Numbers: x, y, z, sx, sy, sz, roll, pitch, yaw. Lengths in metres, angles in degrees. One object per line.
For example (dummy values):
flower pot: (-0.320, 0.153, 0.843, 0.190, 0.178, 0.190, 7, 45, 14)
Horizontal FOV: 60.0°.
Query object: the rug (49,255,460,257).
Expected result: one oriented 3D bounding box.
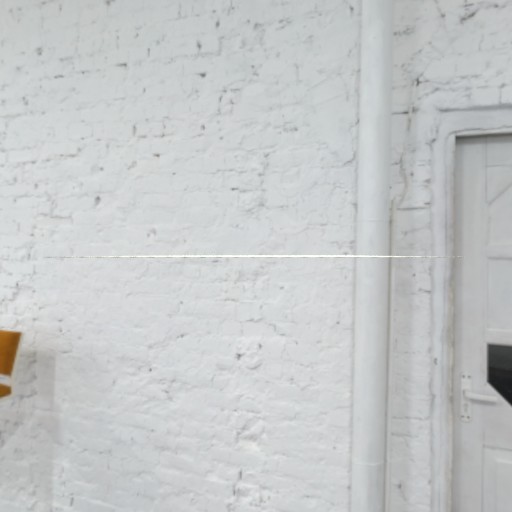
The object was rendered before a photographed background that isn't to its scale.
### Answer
rug: (0.000, 0.000, 4.149, 2.439, 0.005, 3.201, 0, 0, 0)
